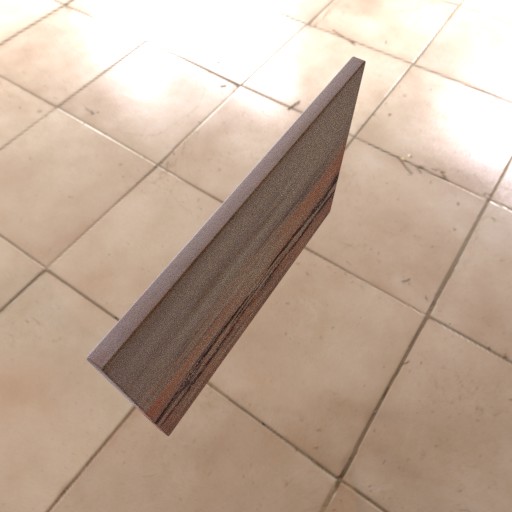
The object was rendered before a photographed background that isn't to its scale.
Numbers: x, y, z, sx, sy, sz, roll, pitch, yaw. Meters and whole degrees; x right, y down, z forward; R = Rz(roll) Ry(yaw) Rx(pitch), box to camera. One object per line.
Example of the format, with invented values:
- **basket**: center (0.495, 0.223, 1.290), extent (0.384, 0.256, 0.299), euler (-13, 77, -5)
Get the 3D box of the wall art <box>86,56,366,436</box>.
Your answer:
- **wall art**: center (0.000, 0.000, 1.145), extent (0.038, 0.609, 0.913), euler (30, 63, 17)
